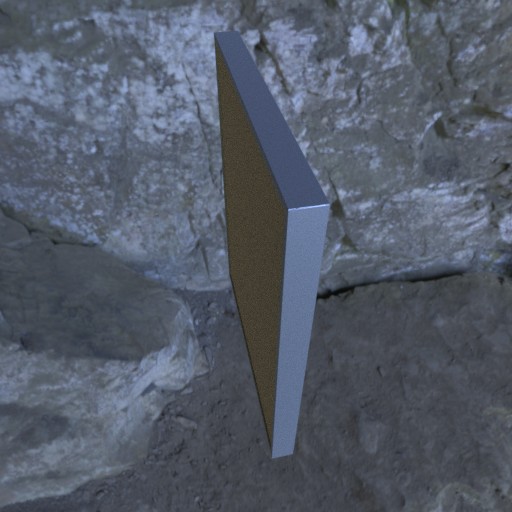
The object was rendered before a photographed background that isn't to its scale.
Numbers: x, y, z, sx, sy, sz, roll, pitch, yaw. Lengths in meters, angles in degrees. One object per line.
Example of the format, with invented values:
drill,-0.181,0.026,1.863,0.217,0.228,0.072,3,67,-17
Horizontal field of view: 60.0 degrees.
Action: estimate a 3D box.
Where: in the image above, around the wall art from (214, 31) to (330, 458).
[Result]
wall art,0.000,0.000,0.732,0.039,0.553,0.445,-9,46,-8
